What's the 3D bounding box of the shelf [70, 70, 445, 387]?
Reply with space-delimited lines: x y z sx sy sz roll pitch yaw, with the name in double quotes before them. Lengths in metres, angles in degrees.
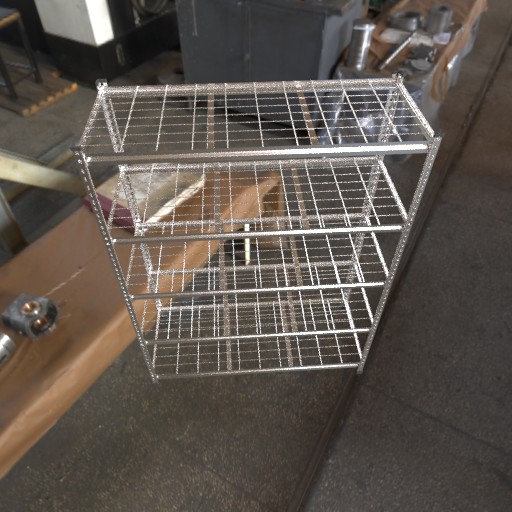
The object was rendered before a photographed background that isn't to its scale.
"shelf" 0.000 0.000 2.713 1.524 1.981 0.610 -3 46 -3
